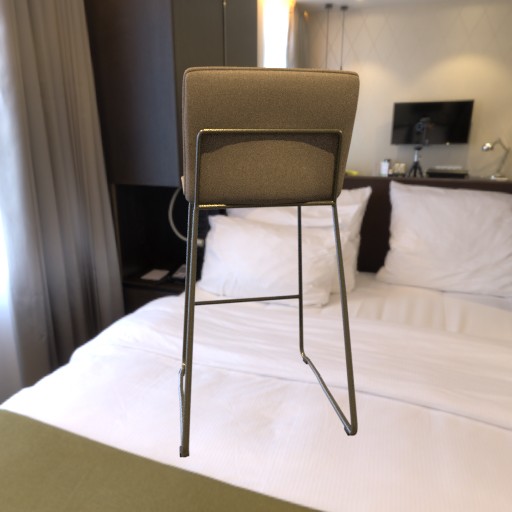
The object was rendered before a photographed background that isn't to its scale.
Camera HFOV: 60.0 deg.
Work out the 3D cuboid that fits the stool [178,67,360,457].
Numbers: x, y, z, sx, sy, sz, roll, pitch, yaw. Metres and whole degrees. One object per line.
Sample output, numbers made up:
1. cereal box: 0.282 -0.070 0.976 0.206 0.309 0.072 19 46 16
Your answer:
1. stool: 0.000 0.000 1.285 0.490 0.960 0.490 -3 16 -10
